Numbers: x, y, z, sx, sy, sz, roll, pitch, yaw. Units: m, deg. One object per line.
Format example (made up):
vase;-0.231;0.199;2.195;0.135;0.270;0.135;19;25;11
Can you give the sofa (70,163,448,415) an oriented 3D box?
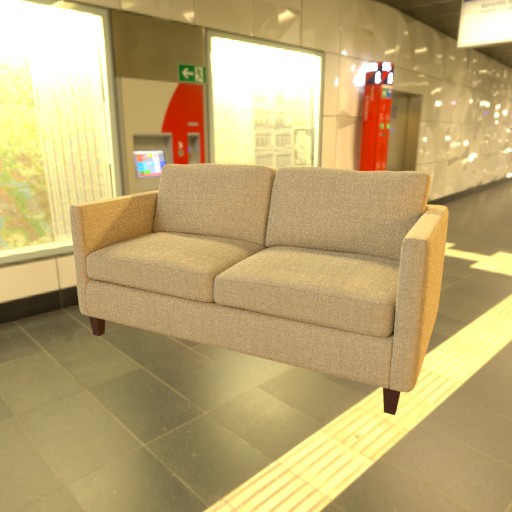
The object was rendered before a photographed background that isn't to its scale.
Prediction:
sofa;0.000;0.000;2.469;1.884;0.963;0.950;8;17;26
